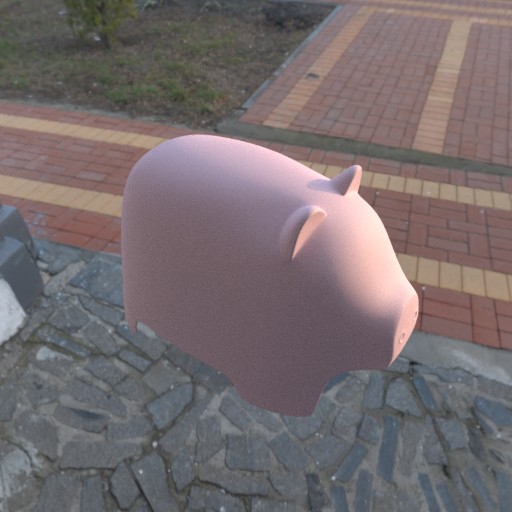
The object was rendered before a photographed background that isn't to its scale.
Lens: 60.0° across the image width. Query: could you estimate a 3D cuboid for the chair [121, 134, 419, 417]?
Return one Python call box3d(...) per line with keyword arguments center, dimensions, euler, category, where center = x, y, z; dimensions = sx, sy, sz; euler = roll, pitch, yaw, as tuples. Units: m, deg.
box3d(center=(0.000, 0.000, 0.853), dimensions=(0.619, 0.423, 0.364), euler=(26, 48, 26), category="chair")
